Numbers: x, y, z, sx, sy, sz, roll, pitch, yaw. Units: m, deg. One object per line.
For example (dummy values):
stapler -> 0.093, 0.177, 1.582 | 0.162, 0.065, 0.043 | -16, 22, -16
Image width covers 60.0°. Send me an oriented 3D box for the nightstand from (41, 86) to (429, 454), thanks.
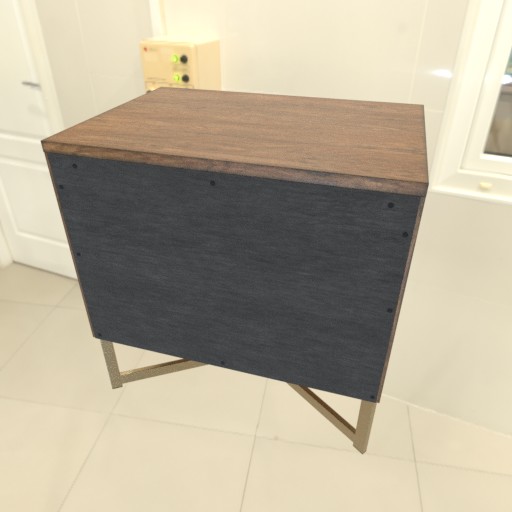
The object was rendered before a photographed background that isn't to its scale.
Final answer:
nightstand -> 0.000, 0.000, 0.999 | 0.610, 0.610, 0.446 | 9, 34, 14
